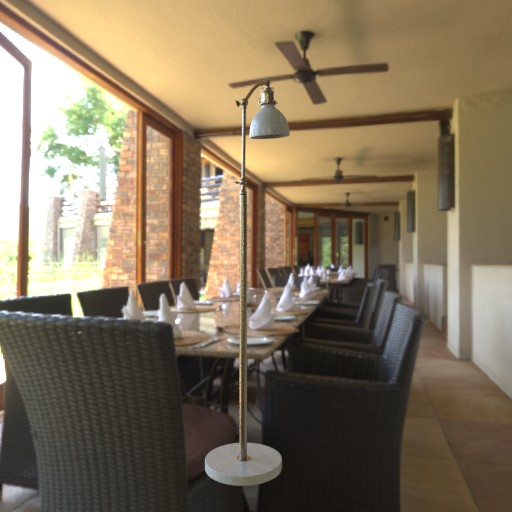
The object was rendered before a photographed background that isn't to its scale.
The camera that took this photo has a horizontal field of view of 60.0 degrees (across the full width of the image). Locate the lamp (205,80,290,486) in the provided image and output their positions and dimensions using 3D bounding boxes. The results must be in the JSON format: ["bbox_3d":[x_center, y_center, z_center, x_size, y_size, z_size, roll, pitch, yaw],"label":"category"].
[{"bbox_3d":[0.000,0.000,1.824,0.288,1.586,0.599,0,-1,17],"label":"lamp"}]
